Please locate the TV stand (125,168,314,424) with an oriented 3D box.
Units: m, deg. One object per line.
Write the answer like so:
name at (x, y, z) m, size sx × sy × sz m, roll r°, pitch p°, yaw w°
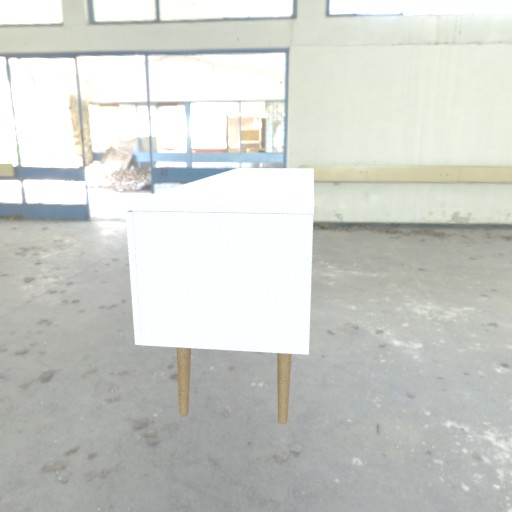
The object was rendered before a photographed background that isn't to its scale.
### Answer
TV stand at (0.000, 0.000, 1.619) m, size 0.401 × 0.560 × 1.398 m, roll 2°, pitch 14°, yaw 7°
